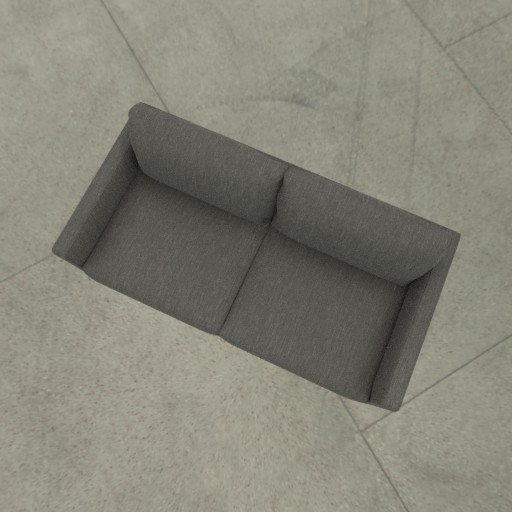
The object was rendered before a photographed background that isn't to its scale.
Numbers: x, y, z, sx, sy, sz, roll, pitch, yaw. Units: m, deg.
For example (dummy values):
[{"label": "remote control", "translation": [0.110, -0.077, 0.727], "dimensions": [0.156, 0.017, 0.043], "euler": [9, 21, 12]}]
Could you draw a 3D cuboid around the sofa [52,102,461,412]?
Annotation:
[{"label": "sofa", "translation": [0.000, 0.000, 2.181], "dimensions": [1.682, 0.840, 0.875], "euler": [24, 77, 6]}]
